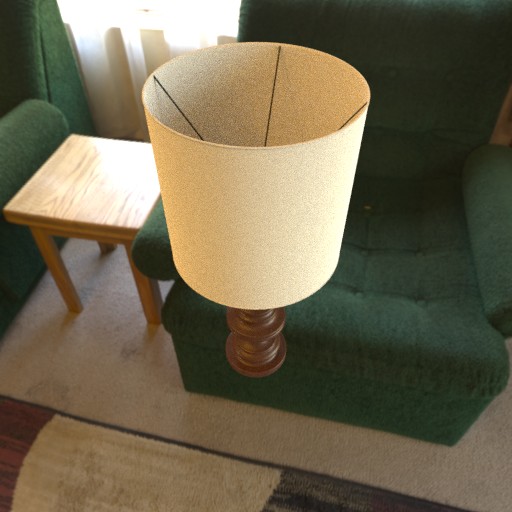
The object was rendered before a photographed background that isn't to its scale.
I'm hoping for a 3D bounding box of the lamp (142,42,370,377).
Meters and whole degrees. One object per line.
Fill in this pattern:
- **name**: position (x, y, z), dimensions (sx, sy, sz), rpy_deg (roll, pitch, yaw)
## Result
- **lamp**: position (0.000, 0.000, 0.575), dimensions (0.208, 0.455, 0.208), rpy_deg (-4, 46, -3)
